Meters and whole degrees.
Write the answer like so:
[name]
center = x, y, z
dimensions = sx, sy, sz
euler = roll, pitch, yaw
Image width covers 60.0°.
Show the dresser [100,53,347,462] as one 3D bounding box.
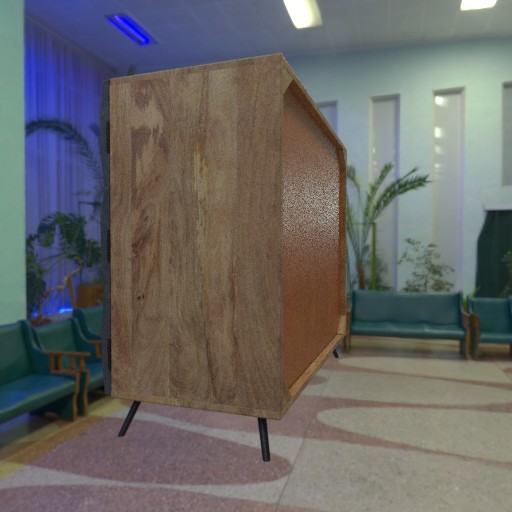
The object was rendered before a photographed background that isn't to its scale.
[dresser]
center = 0.000, 0.000, 1.433
dimensions = 0.446, 0.847, 0.967
euler = 0, 1, 19
